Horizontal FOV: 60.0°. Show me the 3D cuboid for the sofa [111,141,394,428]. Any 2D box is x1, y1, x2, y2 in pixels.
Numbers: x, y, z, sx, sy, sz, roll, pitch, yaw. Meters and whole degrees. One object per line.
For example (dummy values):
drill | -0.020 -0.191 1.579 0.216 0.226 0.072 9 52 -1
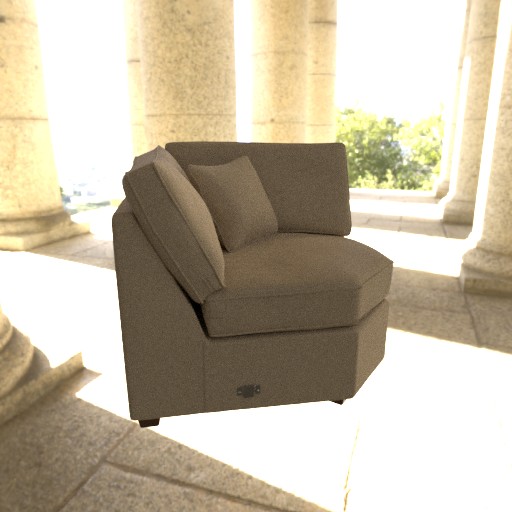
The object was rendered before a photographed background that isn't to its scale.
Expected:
sofa | 0.000 0.000 1.890 1.042 0.937 1.050 -3 16 -9
